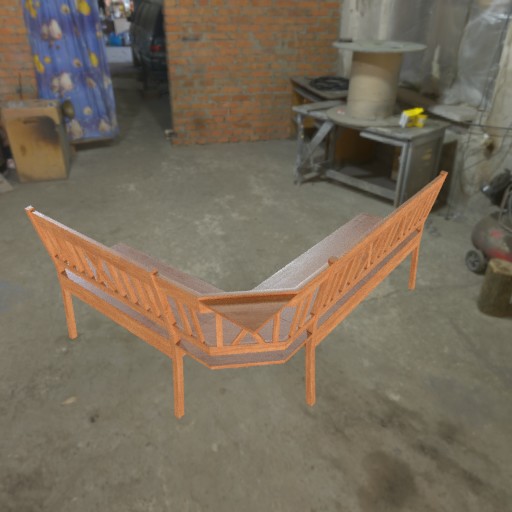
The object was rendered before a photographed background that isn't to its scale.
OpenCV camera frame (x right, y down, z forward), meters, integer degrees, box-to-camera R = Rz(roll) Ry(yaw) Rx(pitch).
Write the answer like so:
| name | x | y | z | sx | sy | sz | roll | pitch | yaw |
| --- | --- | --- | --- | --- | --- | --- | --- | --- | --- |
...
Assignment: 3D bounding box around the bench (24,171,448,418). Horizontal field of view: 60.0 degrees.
| name | x | y | z | sx | sy | sz | roll | pitch | yaw |
| --- | --- | --- | --- | --- | --- | --- | --- | --- | --- |
| bench | 0.000 | 0.000 | 2.768 | 1.537 | 0.902 | 1.937 | 22 | 37 | 33 |
